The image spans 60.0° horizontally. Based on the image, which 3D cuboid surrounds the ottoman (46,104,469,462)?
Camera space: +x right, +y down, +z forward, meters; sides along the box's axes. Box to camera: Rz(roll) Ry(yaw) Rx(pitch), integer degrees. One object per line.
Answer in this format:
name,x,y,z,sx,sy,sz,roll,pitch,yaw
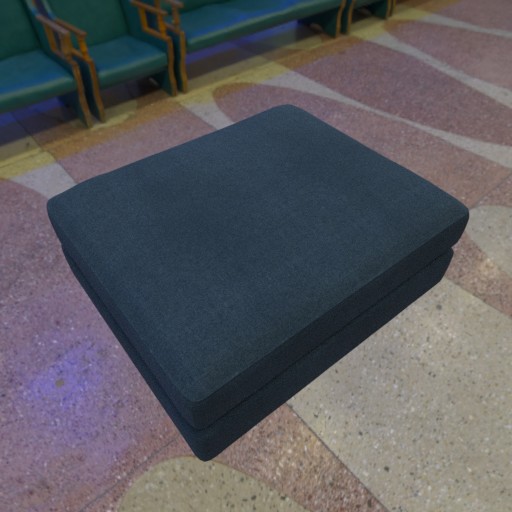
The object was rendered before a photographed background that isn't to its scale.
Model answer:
ottoman,0.000,0.000,1.207,0.821,0.474,0.693,-30,53,-25
